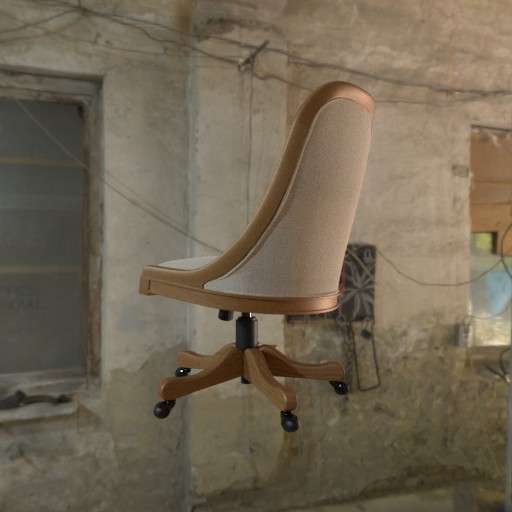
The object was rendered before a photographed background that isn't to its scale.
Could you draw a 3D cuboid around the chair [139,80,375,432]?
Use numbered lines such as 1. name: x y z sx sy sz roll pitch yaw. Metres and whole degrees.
1. chair: 0.000 0.000 1.563 0.811 1.009 0.702 1 1 37
